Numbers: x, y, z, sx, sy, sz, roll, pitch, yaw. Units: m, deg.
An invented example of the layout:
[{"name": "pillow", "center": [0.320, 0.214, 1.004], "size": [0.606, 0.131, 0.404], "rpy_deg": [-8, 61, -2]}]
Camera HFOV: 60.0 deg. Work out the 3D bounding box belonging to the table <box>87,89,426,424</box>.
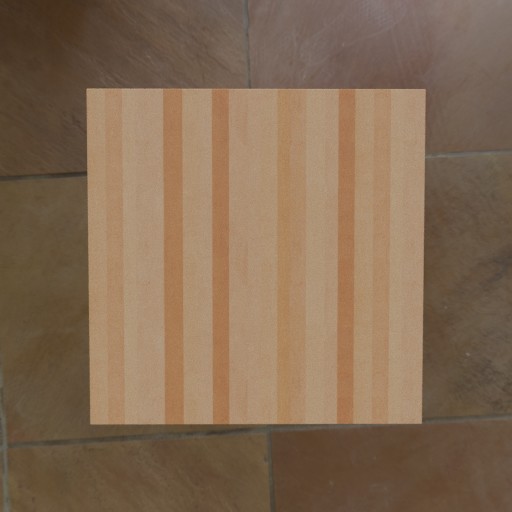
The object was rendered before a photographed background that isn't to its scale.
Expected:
[{"name": "table", "center": [0.000, 0.000, 1.414], "size": [0.900, 0.450, 0.900], "rpy_deg": [0, 92, 0]}]
